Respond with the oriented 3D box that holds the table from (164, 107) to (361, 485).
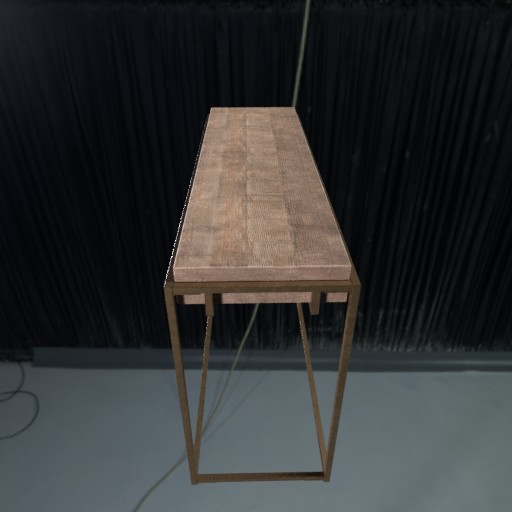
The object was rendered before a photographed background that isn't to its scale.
[{"bbox_3d":[0.000,0.000,1.776,0.440,0.820,1.400,-1,33,-1],"label":"table"}]
